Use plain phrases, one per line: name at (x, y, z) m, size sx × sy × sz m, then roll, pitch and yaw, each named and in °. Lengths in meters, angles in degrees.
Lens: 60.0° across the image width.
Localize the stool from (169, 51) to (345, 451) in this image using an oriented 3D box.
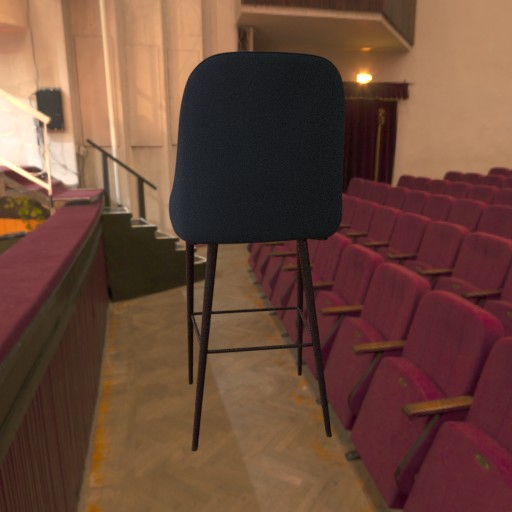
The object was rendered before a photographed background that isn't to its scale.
stool at (0.000, 0.000, 1.373) m, size 0.527 × 1.079 × 0.489 m, roll -2°, pitch 14°, yaw -9°
